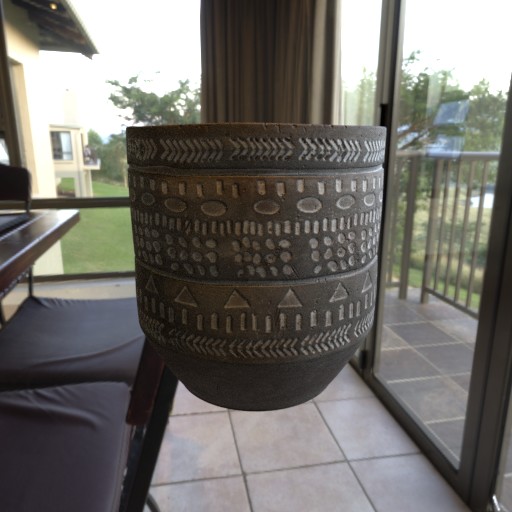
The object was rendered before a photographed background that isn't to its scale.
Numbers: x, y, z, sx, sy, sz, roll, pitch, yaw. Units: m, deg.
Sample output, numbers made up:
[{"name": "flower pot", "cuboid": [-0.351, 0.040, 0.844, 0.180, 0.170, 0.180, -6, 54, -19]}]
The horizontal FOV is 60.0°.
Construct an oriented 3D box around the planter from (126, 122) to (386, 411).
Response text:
[{"name": "planter", "cuboid": [0.000, 0.000, 0.267, 0.142, 0.149, 0.142, 0, 15, 0]}]
